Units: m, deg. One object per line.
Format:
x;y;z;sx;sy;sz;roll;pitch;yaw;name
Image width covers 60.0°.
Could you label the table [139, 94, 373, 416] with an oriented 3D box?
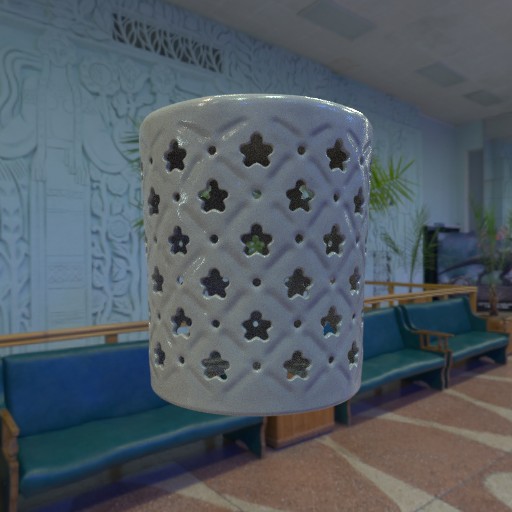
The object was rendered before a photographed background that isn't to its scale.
0.000;0.000;0.685;0.352;0.387;0.352;0;0;0;table
